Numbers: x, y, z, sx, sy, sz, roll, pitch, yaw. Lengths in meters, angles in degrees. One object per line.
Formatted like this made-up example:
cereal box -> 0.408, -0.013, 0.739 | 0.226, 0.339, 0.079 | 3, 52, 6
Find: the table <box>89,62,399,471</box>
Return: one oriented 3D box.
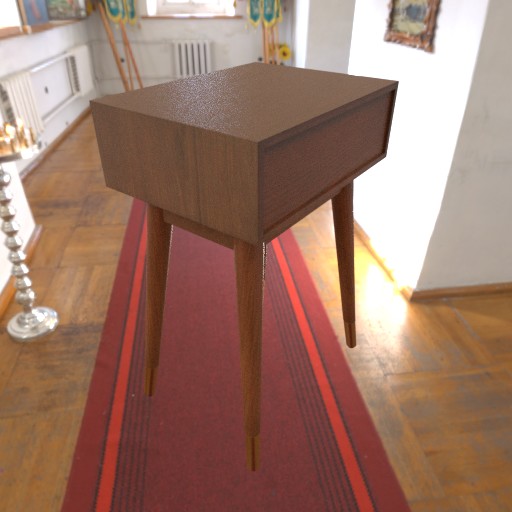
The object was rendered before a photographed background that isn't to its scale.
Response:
table -> 0.000, 0.000, 0.832 | 0.300, 0.599, 0.406 | 22, 39, 30
